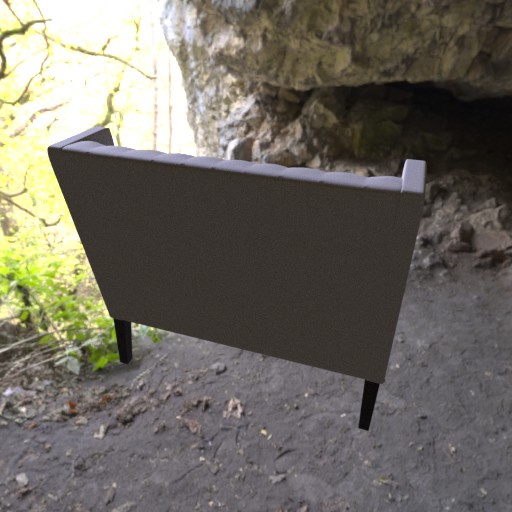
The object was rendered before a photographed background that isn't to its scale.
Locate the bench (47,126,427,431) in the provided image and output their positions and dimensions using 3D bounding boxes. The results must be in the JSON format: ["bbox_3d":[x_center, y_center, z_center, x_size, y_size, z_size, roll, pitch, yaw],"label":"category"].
[{"bbox_3d":[0.000,0.000,1.987,1.280,1.123,0.847,10,33,16],"label":"bench"}]
